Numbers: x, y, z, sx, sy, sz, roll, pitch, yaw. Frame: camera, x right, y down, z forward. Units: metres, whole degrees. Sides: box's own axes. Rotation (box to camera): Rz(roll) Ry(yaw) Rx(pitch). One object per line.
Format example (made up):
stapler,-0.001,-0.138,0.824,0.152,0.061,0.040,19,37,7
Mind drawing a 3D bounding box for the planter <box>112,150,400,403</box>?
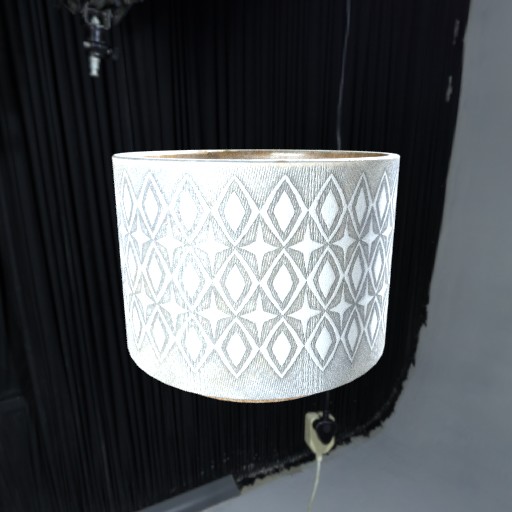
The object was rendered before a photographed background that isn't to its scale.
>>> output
planter,0.000,0.000,0.319,0.186,0.144,0.186,0,15,0
